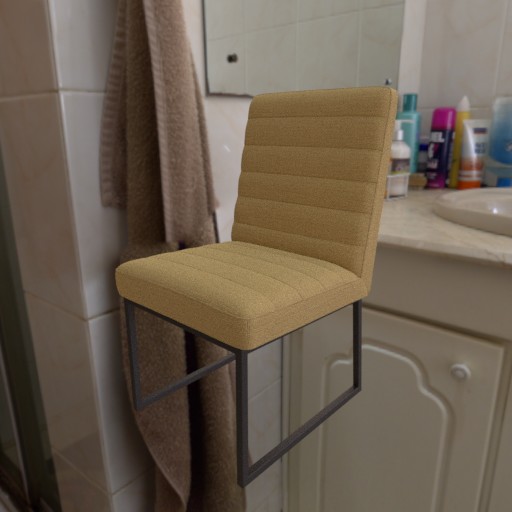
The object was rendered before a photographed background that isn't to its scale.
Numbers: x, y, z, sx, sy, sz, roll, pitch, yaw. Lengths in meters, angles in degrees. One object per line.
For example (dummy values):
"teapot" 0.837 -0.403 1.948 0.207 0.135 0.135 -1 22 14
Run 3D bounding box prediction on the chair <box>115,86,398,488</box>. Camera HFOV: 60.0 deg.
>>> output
"chair" 0.000 0.000 1.281 0.520 0.930 0.634 14 21 40
